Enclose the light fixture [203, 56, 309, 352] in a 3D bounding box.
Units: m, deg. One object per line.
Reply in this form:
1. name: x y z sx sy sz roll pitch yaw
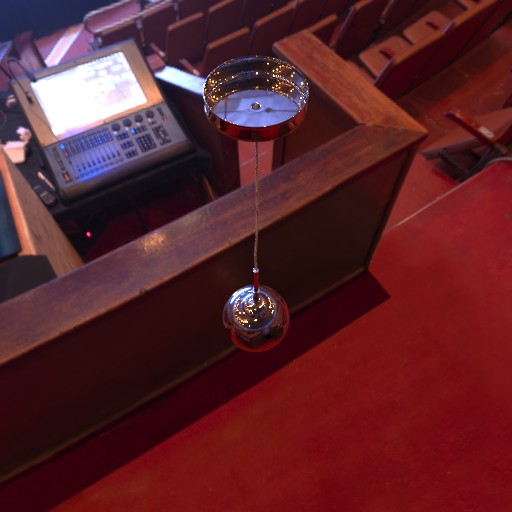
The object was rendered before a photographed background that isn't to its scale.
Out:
1. light fixture: 0.000 0.000 1.700 0.336 1.538 0.336 -31 64 -17
